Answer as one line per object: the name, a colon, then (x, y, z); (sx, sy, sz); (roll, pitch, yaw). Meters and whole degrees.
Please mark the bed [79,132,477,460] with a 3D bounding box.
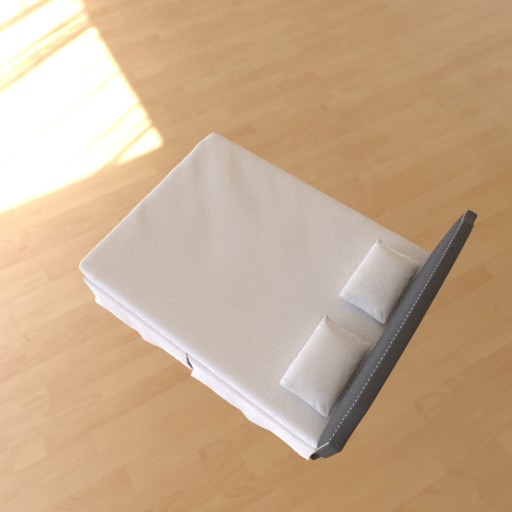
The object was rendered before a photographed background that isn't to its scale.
bed: (0.000, 0.000, 2.875); (1.999, 1.270, 1.558); (33, 67, 16)
